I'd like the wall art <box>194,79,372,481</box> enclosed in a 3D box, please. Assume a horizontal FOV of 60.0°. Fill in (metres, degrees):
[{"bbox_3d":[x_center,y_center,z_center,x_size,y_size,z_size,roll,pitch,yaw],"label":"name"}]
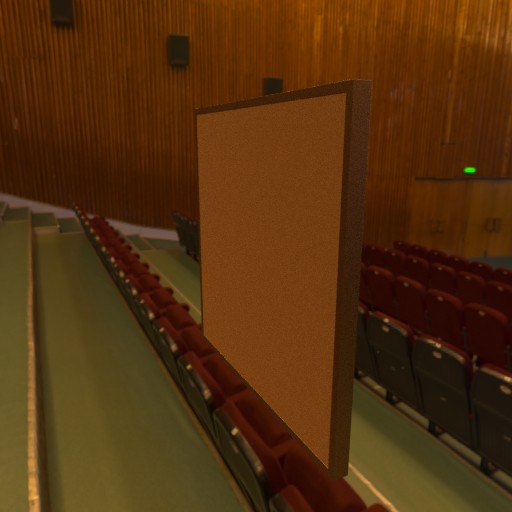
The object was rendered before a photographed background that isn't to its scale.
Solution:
[{"bbox_3d":[0.000,0.000,1.138,0.038,0.762,0.762,-7,16,-26],"label":"wall art"}]
